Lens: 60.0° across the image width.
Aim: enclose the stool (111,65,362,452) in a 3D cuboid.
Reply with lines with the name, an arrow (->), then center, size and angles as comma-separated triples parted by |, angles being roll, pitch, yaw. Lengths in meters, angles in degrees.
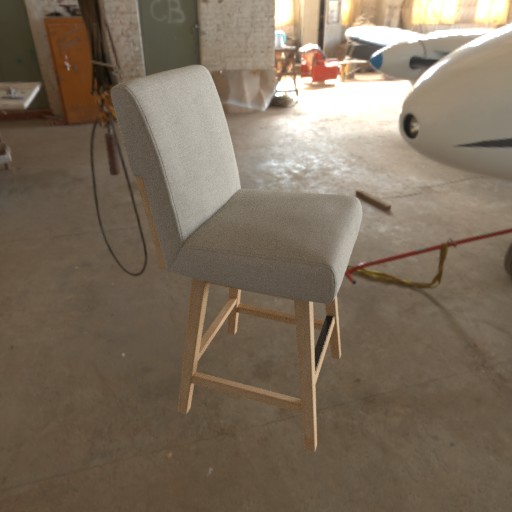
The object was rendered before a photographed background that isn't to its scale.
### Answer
stool -> 0.000, 0.000, 1.426 | 0.606, 1.085, 0.507 | 10, 31, 17
